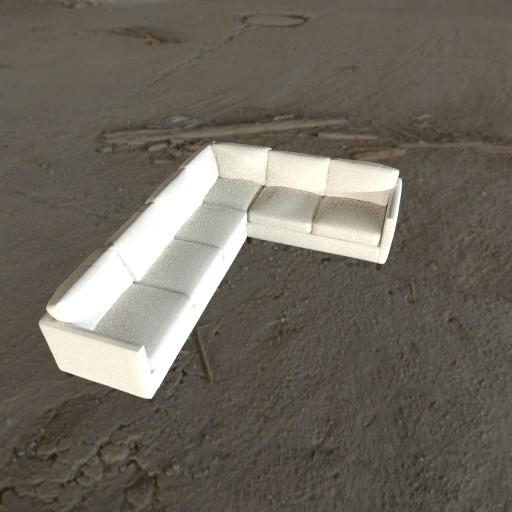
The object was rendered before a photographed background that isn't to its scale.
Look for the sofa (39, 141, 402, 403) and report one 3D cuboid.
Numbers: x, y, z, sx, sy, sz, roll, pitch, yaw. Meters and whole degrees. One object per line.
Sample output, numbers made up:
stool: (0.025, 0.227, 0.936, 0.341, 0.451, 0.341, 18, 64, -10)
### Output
sofa: (0.000, 0.000, 4.497, 2.593, 0.947, 3.302, 12, 41, 14)
